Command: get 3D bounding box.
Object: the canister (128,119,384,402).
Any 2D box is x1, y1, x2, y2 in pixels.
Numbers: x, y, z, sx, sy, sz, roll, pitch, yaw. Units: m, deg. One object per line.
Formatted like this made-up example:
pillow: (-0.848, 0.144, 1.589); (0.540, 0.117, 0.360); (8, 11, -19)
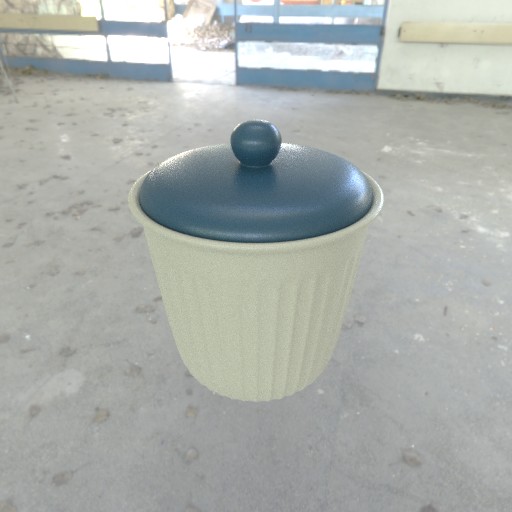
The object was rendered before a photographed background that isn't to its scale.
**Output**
canister: (0.000, 0.000, 0.352); (0.181, 0.211, 0.181); (0, 30, 0)
